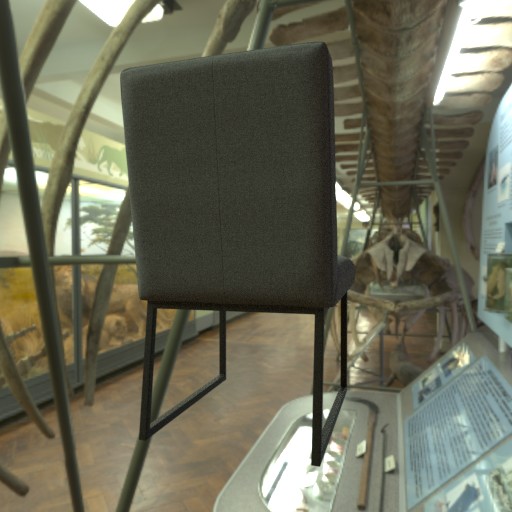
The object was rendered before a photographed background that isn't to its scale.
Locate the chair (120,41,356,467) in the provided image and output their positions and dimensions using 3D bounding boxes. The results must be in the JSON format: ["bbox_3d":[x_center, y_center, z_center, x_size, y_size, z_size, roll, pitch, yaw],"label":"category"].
[{"bbox_3d":[0.000,0.000,1.293,0.520,0.930,0.634,0,1,18],"label":"chair"}]
